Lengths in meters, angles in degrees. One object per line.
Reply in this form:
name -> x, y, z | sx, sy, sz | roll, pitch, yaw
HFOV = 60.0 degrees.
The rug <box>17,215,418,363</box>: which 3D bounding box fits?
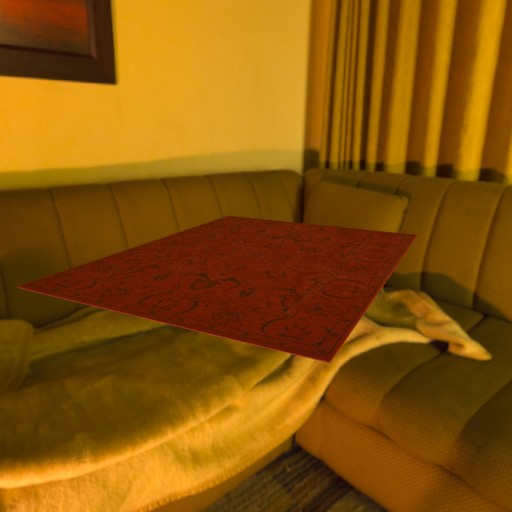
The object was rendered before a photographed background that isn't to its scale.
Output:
rug -> 0.000, 0.000, 3.881 | 2.300, 0.012, 2.929 | 8, 18, 26
